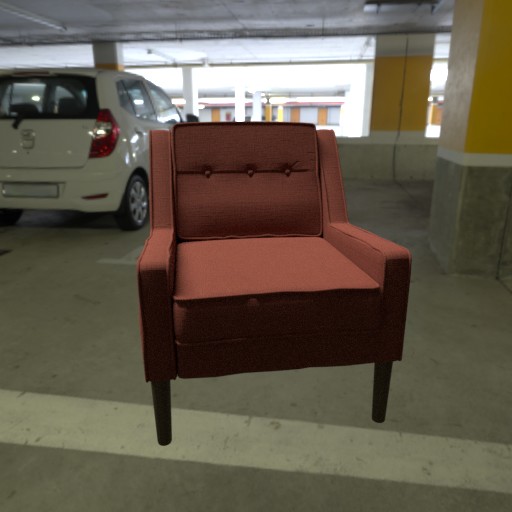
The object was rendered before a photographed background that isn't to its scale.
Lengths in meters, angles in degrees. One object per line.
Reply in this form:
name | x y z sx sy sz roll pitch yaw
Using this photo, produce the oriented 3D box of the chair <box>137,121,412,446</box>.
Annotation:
chair | 0.000 0.000 1.395 0.680 0.812 0.770 -3 17 -8
